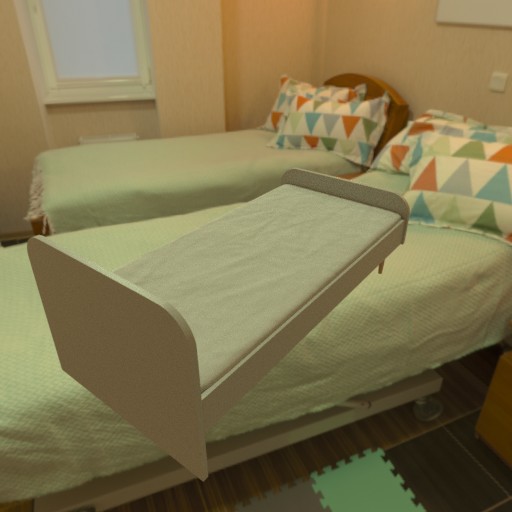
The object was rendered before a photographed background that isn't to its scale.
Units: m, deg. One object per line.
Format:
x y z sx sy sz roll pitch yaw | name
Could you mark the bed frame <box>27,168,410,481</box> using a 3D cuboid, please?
0.000 0.000 2.480 0.998 0.805 1.963 21 36 32 | bed frame
